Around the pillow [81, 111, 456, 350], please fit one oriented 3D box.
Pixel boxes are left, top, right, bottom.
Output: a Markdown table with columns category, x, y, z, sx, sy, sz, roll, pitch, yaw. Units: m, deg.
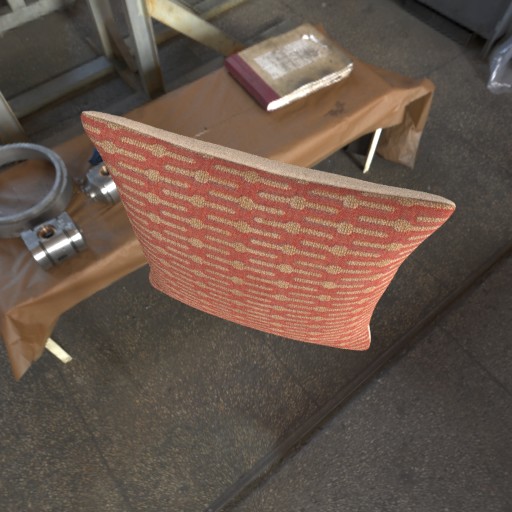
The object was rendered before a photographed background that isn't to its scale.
| category | x | y | z | sx | sy | sz | roll | pitch | yaw |
| --- | --- | --- | --- | --- | --- | --- | --- | --- | --- |
| pillow | 0.000 | 0.000 | 0.780 | 0.511 | 0.503 | 0.182 | 16 | 61 | 9 |
